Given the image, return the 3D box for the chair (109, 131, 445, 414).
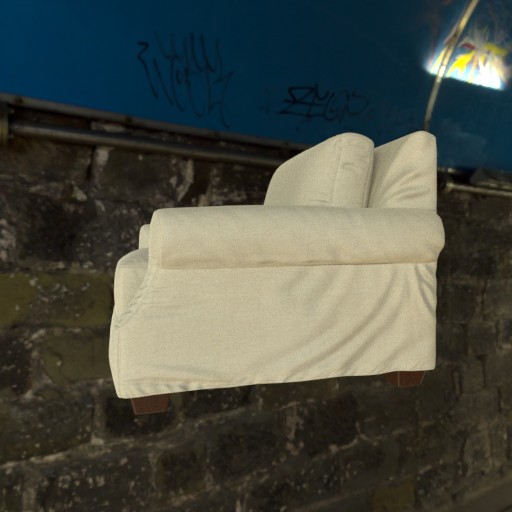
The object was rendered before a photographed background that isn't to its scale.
[{"bbox_3d":[0.000,0.000,1.706,1.066,0.866,0.940,0,1,-17],"label":"chair"}]
